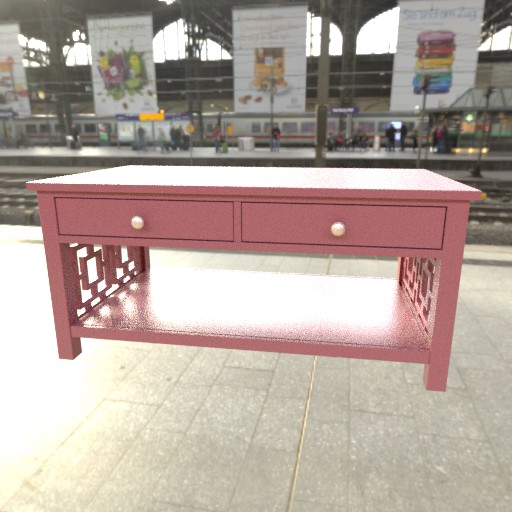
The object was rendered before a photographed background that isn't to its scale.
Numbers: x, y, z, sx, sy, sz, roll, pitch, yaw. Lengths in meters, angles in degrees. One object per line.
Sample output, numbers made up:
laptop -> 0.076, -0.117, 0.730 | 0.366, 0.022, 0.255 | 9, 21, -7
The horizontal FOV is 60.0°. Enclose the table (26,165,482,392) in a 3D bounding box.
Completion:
table -> 0.000, 0.000, 1.367 | 1.068, 0.493, 0.612 | 2, 16, 9
